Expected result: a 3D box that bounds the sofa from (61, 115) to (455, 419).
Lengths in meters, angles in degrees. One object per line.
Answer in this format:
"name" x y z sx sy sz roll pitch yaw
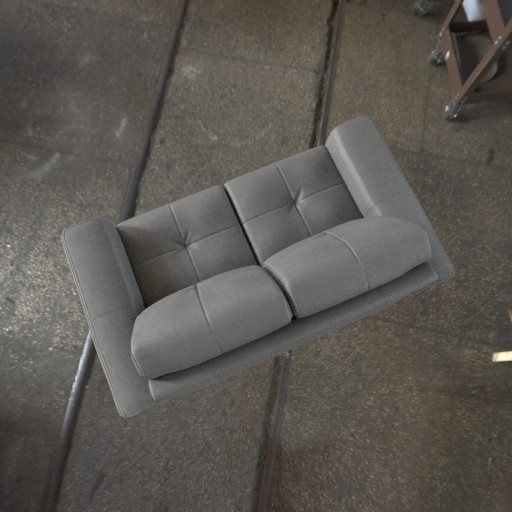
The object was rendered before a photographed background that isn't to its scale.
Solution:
"sofa" 0.000 0.000 2.317 1.806 0.907 1.018 -22 75 -6
